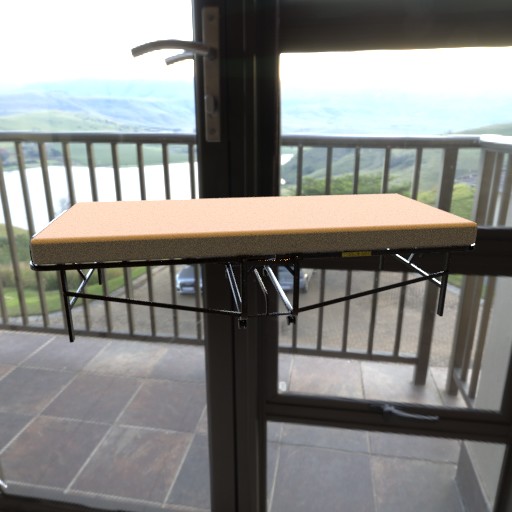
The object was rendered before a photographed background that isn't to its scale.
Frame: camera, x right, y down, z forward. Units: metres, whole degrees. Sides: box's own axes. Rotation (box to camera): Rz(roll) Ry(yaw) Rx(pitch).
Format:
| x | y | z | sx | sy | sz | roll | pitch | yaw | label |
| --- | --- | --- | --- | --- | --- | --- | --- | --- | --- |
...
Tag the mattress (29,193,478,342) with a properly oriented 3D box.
| x | y | z | sx | sy | sz | roll | pitch | yaw | label |
| --- | --- | --- | --- | --- | --- | --- | --- | --- | --- |
| 0.000 | 0.000 | 2.514 | 2.153 | 0.519 | 0.922 | -3 | 18 | -8 | mattress |
